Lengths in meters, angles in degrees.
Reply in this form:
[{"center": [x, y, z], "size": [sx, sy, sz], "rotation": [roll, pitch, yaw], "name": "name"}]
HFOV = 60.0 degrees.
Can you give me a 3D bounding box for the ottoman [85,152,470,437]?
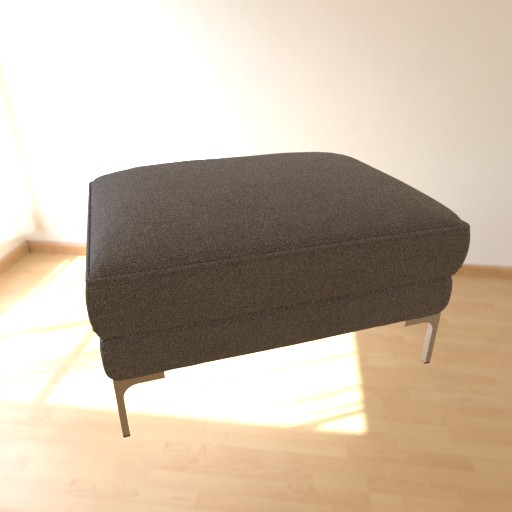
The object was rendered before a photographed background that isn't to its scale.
[{"center": [0.000, 0.000, 1.138], "size": [0.785, 0.464, 0.583], "rotation": [-8, 28, -16], "name": "ottoman"}]
